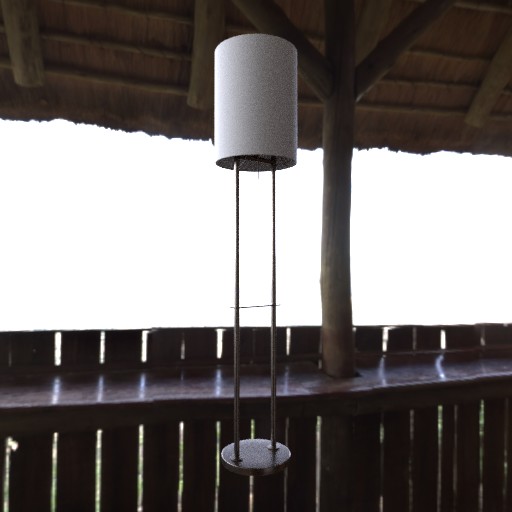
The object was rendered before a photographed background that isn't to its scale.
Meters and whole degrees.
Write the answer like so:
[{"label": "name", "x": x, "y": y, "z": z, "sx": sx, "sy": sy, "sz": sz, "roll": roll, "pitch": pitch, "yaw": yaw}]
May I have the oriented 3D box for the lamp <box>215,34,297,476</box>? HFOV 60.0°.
[{"label": "lamp", "x": 0.000, "y": 0.000, "z": 1.641, "sx": 0.306, "sy": 1.500, "sz": 0.305, "roll": 1, "pitch": -1, "yaw": -35}]
